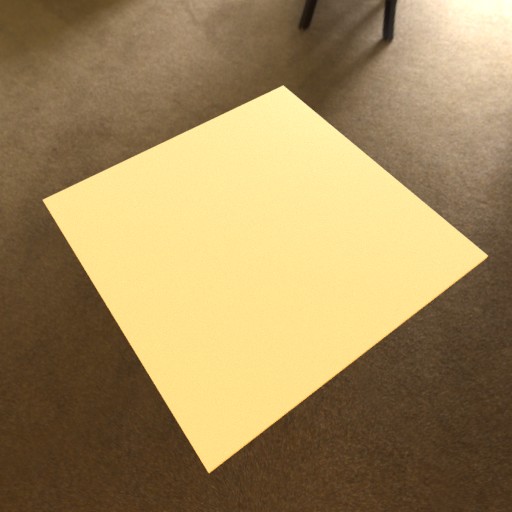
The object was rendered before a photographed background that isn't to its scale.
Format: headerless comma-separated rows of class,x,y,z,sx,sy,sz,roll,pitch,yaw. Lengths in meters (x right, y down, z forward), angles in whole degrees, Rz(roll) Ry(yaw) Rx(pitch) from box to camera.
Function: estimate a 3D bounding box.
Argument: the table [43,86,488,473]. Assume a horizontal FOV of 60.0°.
table,0.000,0.000,1.367,0.890,0.305,0.890,-32,63,-19
